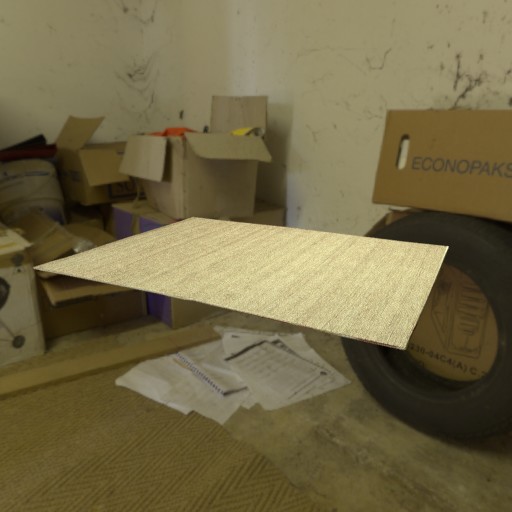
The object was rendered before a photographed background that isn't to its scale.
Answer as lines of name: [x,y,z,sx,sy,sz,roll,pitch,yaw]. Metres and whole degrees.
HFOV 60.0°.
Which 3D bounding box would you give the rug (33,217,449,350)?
rug: [0.000,0.000,4.230,3.202,0.045,2.434,9,19,27]
